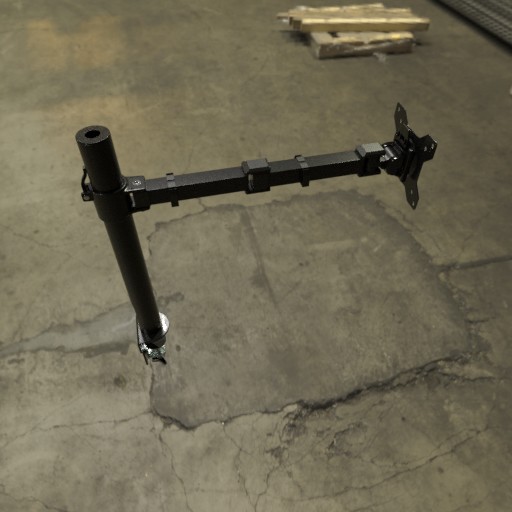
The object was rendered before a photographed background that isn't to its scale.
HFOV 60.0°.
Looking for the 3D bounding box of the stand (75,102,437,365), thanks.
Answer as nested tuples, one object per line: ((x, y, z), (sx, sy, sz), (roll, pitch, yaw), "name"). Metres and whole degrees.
((0.000, 0.000, 0.730), (0.456, 0.510, 0.115), (-10, 48, -9), "stand")
